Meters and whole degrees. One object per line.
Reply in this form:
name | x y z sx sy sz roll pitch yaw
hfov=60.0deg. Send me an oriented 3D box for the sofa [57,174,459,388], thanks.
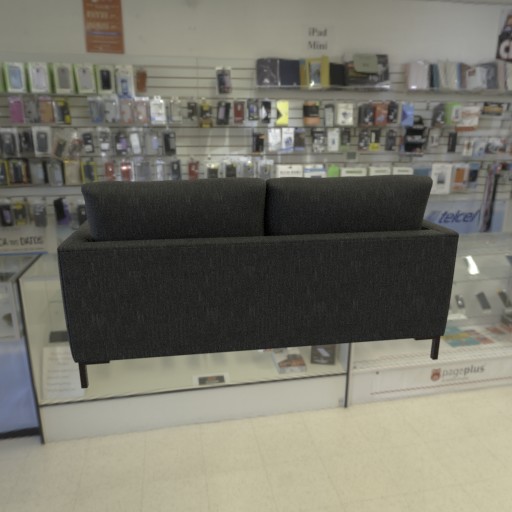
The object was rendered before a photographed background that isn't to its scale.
sofa | 0.000 0.000 2.280 1.716 0.862 0.866 -2 16 -8
